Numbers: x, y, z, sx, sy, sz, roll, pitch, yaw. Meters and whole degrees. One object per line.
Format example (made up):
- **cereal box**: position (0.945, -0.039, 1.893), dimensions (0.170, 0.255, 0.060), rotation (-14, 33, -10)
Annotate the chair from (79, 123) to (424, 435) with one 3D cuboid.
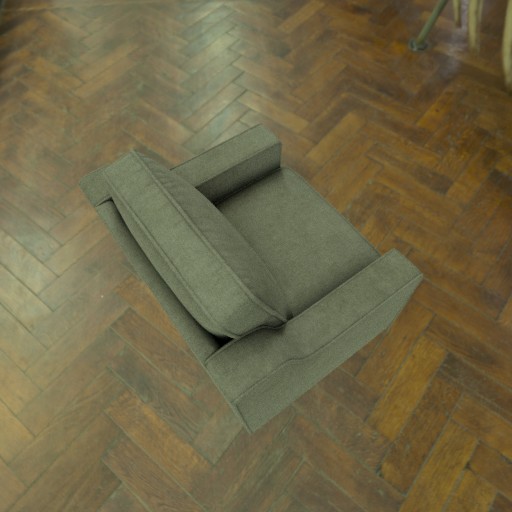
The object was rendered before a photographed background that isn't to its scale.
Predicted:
- **chair**: position (0.000, 0.000, 1.691), dimensions (0.840, 0.944, 0.926), rotation (-32, 64, -18)
